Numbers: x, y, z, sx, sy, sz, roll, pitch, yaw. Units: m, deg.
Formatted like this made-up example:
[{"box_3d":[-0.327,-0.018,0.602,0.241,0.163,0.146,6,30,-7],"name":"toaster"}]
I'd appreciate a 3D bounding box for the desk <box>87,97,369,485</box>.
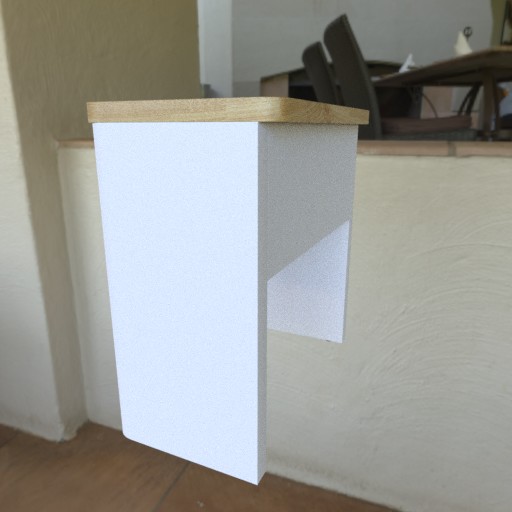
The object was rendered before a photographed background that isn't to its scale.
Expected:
[{"box_3d":[0.000,0.000,1.243,0.440,0.790,0.760,7,18,24],"name":"desk"}]
